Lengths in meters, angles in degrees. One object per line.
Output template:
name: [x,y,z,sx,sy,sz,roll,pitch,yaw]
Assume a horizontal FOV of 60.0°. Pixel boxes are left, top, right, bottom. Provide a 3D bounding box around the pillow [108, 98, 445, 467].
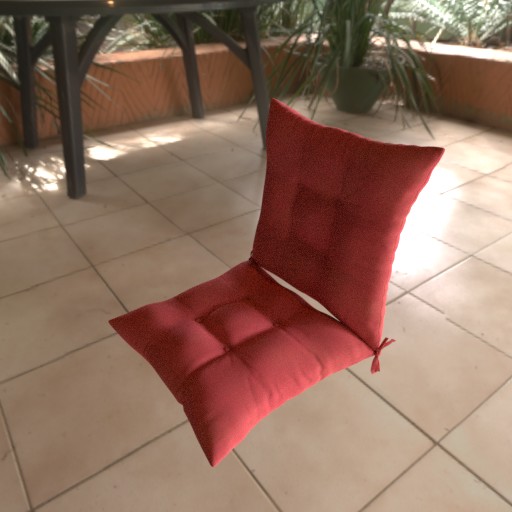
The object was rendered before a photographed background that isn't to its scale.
pillow: [0.000,0.000,1.003,0.585,0.536,0.541,-23,39,-31]
